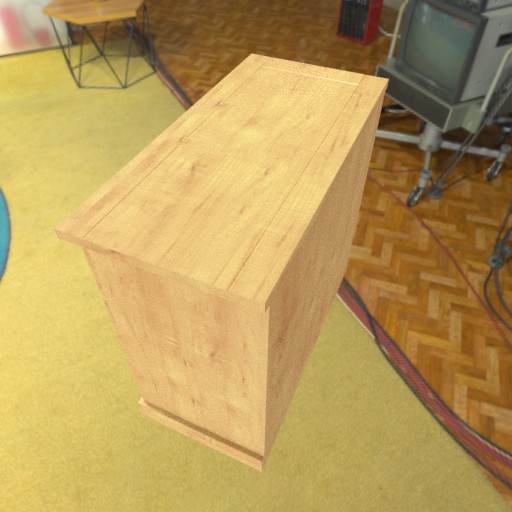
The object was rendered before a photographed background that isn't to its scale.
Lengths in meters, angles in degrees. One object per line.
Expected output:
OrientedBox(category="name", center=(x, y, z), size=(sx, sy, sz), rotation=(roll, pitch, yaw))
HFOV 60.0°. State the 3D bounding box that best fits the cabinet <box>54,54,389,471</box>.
OrientedBox(category="cabinet", center=(0.000, 0.000, 1.394), size=(0.450, 0.840, 0.920), rotation=(18, 49, 17))
